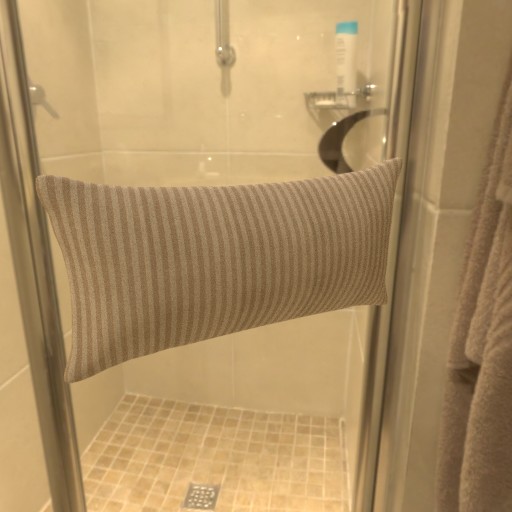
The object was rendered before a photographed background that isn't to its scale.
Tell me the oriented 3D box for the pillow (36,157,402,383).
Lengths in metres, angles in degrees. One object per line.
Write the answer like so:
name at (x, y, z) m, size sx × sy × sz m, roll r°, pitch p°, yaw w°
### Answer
pillow at (0.000, 0.000, 0.725) m, size 0.617 × 0.295 × 0.151 m, roll -9°, pitch 19°, yaw -27°
